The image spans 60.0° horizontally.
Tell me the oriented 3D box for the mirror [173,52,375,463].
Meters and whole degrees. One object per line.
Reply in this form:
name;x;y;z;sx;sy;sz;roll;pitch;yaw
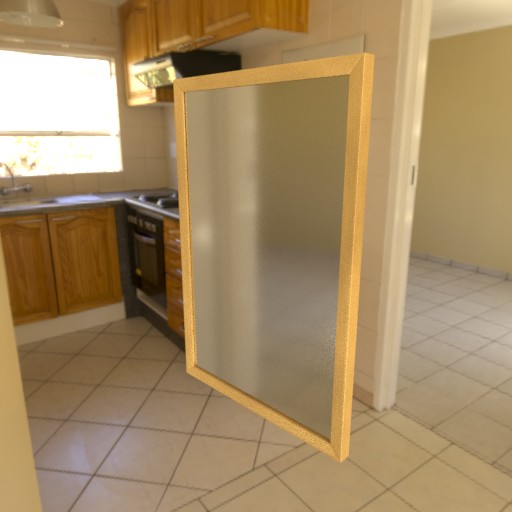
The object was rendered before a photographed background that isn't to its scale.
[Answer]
mirror;0.000;0.000;1.170;0.609;0.915;0.040;14;21;42
